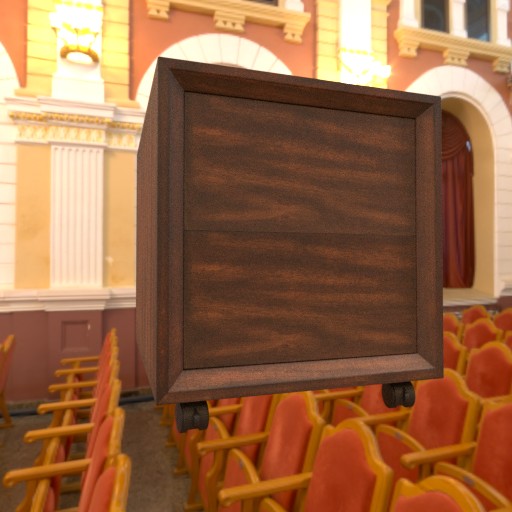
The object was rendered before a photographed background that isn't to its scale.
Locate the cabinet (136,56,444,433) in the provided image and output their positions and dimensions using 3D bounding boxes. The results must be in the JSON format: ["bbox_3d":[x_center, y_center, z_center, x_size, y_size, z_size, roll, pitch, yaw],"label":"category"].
[{"bbox_3d":[0.000,0.000,0.812,0.402,0.455,0.500,0,-1,-18],"label":"cabinet"}]
